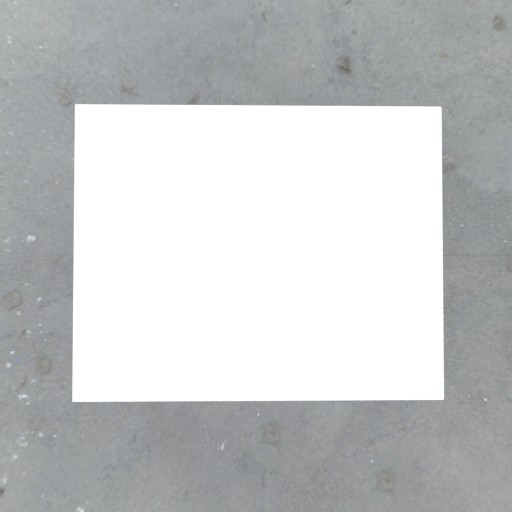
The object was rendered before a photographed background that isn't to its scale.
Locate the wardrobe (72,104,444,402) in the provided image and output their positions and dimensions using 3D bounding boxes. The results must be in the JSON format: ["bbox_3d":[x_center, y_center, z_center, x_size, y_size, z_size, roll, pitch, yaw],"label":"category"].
[{"bbox_3d":[0.000,0.000,0.859,0.500,0.520,0.400,0,89,-1],"label":"wardrobe"}]
